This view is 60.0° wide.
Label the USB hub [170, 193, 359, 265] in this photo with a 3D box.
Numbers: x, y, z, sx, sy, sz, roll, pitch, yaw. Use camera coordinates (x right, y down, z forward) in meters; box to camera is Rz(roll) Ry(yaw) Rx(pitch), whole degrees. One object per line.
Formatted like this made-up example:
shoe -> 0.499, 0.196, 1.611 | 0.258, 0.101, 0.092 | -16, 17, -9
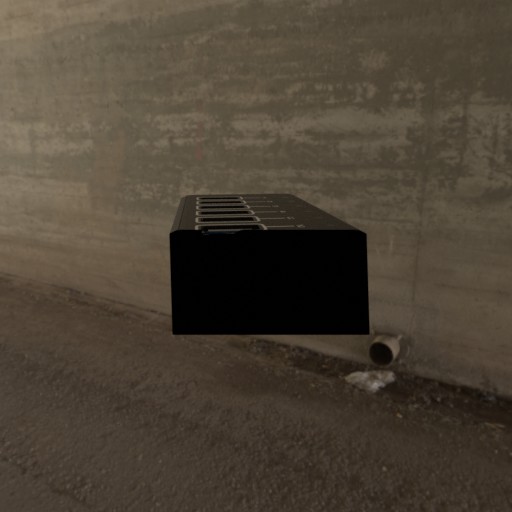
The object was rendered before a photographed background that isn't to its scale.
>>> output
USB hub -> 0.000, 0.000, 0.124 | 0.044, 0.023, 0.110 | -2, 14, -7
